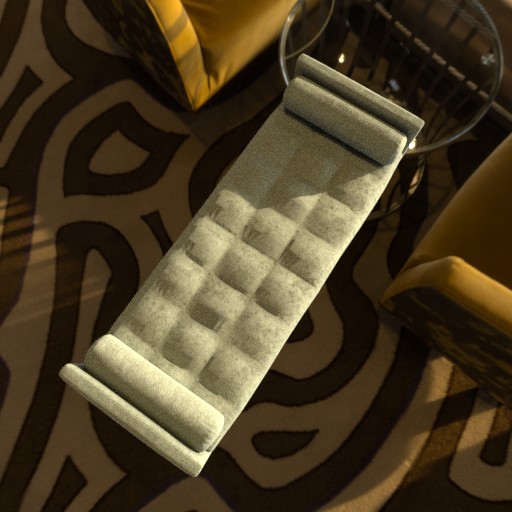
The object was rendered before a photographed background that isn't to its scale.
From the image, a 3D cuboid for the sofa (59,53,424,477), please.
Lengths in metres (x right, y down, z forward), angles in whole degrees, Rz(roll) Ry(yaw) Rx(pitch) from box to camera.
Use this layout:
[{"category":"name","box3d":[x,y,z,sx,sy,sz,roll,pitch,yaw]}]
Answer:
[{"category":"sofa","box3d":[0.000,0.000,2.477,0.797,0.657,2.102,33,78,8]}]
